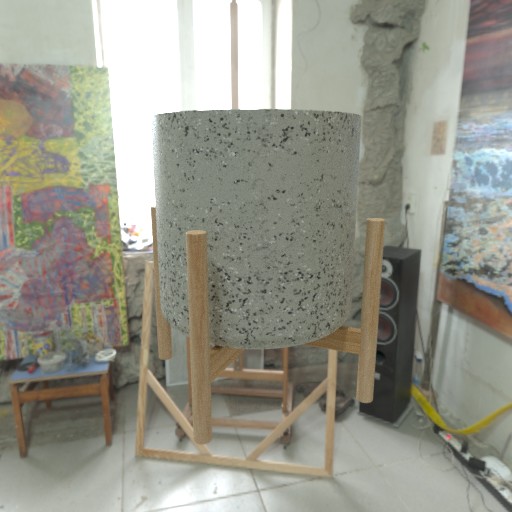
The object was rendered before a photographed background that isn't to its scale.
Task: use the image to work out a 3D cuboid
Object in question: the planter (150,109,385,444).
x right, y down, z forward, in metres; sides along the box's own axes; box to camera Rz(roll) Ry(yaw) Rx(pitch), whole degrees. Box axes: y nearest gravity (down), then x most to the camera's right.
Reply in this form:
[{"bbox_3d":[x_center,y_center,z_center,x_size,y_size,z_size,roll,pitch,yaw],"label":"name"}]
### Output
[{"bbox_3d":[0.000,0.000,0.702,0.360,0.419,0.360,-13,19,-43],"label":"planter"}]
